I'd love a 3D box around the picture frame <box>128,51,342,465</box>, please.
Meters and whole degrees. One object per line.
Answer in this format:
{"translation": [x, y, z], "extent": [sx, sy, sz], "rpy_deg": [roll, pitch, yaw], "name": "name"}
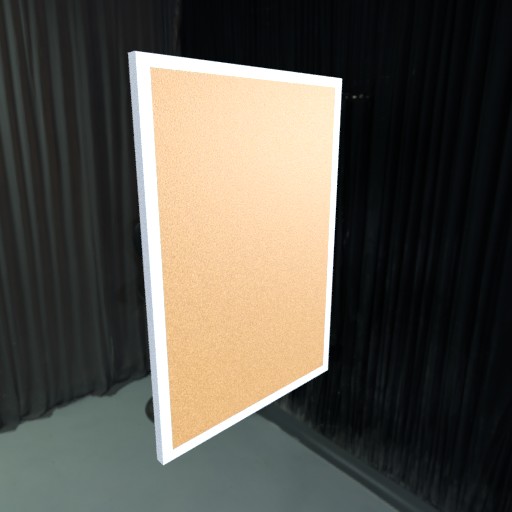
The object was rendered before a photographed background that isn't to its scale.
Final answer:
{"translation": [0.000, 0.000, 0.552], "extent": [0.305, 0.434, 0.013], "rpy_deg": [-14, 21, -42], "name": "picture frame"}
